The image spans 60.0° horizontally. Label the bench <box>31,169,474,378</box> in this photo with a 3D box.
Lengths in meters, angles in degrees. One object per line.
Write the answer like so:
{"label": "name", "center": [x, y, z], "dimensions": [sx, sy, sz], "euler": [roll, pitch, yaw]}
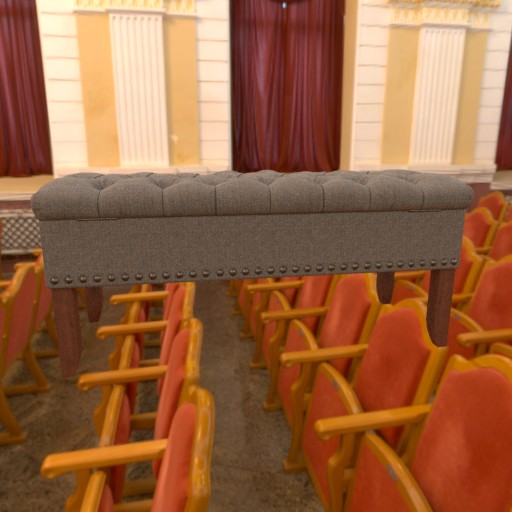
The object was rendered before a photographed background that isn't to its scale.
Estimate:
{"label": "bench", "center": [0.000, 0.000, 1.271], "dimensions": [1.052, 0.470, 0.417], "euler": [-2, 14, -9]}
